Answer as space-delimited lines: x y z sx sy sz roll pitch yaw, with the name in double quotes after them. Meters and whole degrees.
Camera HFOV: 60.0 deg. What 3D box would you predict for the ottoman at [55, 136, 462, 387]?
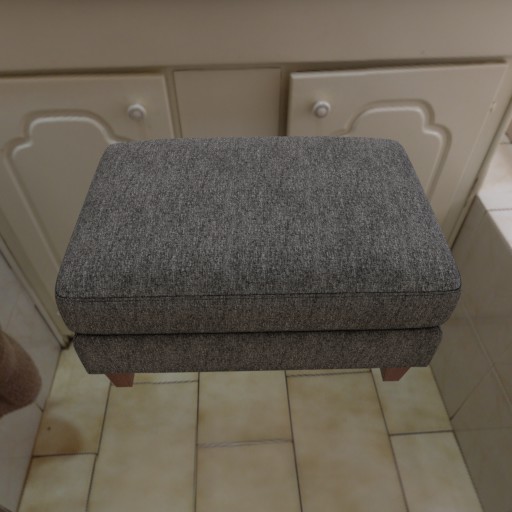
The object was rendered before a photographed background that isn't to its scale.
0.000 0.000 1.207 0.864 0.483 0.584 -1 47 -1 "ottoman"
